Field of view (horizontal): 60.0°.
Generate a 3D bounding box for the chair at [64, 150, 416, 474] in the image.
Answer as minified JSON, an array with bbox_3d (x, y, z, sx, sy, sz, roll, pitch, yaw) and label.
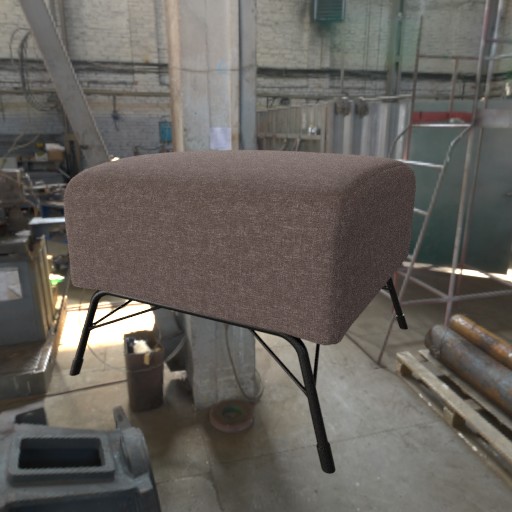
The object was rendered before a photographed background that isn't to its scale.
[{"bbox_3d":[0.000,0.000,0.888,0.530,0.410,0.530,9,18,28],"label":"chair"}]
